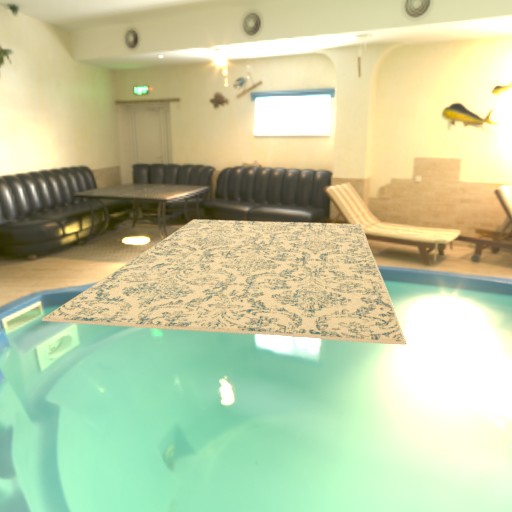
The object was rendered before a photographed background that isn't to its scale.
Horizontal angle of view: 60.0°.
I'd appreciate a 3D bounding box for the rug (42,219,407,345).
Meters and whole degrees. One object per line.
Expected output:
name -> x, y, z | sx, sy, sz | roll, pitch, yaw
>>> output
rug -> 0.000, 0.000, 3.458 | 1.819, 0.018, 2.746 | 2, 16, 8
